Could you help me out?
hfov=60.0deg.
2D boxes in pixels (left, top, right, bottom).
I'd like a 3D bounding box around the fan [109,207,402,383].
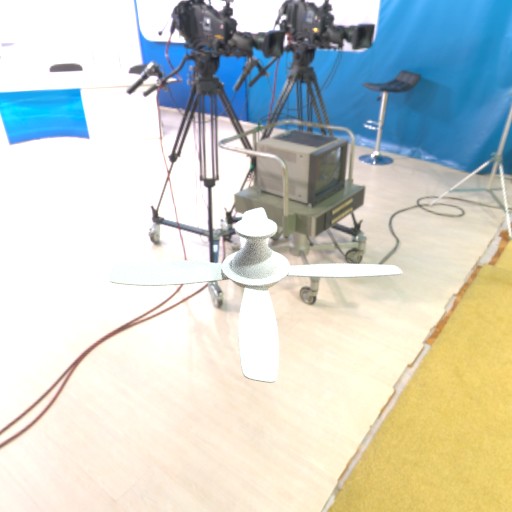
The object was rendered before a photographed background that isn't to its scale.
[{"bbox_3d":[0.000,0.000,2.537,1.693,0.382,1.694,-1,31,-1],"label":"fan"}]
